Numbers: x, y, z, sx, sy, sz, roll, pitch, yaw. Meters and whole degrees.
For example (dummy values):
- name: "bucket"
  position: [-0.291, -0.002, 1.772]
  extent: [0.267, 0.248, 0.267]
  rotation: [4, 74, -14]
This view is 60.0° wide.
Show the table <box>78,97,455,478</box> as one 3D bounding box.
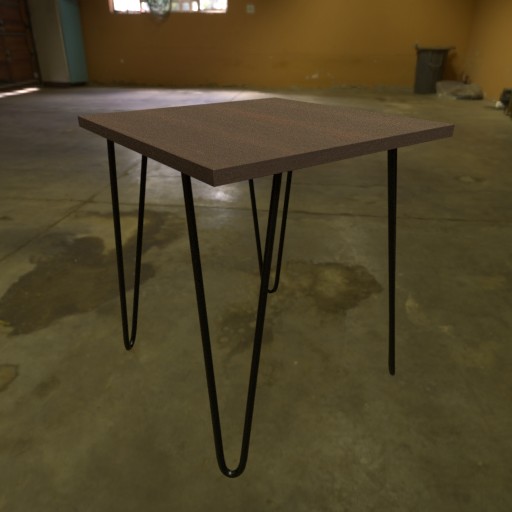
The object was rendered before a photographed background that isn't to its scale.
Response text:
- name: "table"
  position: [0.000, 0.000, 0.940]
  extent: [0.495, 0.559, 0.495]
  rotation: [-18, 32, -33]
